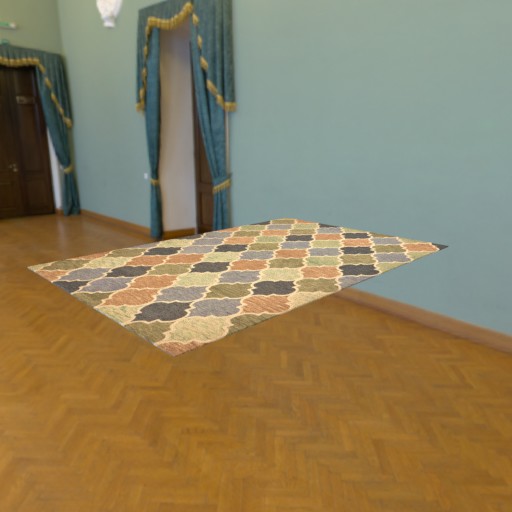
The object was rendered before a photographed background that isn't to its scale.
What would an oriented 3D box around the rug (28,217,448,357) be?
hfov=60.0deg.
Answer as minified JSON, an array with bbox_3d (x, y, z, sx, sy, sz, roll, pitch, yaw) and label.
[{"bbox_3d":[0.000,0.000,2.290,1.828,0.006,1.216,-15,21,-42],"label":"rug"}]
